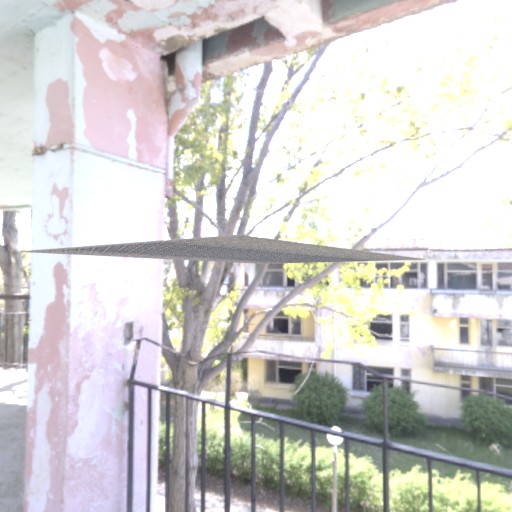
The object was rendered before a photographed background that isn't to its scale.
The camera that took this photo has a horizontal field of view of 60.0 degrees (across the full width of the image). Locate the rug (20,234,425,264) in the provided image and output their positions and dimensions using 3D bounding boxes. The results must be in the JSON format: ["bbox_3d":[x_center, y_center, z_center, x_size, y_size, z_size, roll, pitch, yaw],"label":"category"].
[{"bbox_3d":[0.000,0.000,2.318,1.219,0.005,1.828,-2,-4,36],"label":"rug"}]
